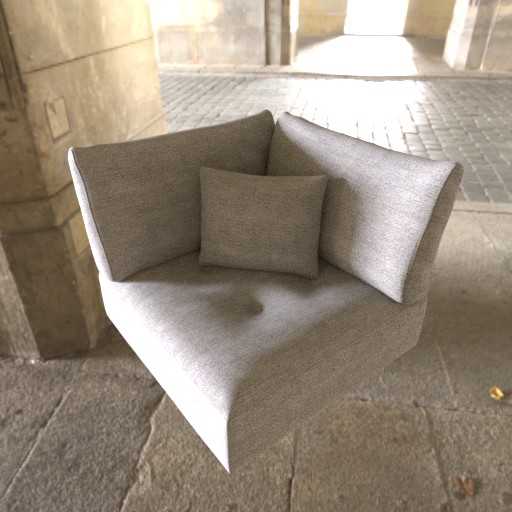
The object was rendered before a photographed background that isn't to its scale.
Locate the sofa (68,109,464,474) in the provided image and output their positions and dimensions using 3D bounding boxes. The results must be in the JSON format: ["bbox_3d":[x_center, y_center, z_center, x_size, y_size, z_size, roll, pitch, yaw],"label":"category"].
[{"bbox_3d":[0.000,0.000,1.719,1.000,0.820,1.000,-22,38,-32],"label":"sofa"}]
